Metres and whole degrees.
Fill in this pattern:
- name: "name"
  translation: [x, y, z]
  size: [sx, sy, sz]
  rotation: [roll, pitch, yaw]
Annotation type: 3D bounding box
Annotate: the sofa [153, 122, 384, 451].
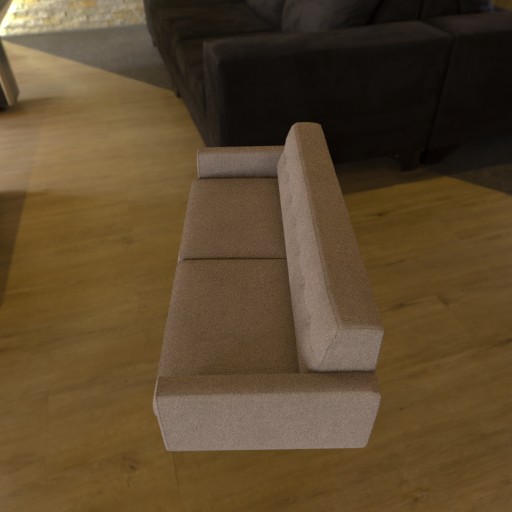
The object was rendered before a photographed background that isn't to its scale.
- name: "sofa"
  translation: [0.000, 0.000, 2.504]
  size: [0.909, 0.841, 2.029]
  rotation: [-1, 40, -1]
